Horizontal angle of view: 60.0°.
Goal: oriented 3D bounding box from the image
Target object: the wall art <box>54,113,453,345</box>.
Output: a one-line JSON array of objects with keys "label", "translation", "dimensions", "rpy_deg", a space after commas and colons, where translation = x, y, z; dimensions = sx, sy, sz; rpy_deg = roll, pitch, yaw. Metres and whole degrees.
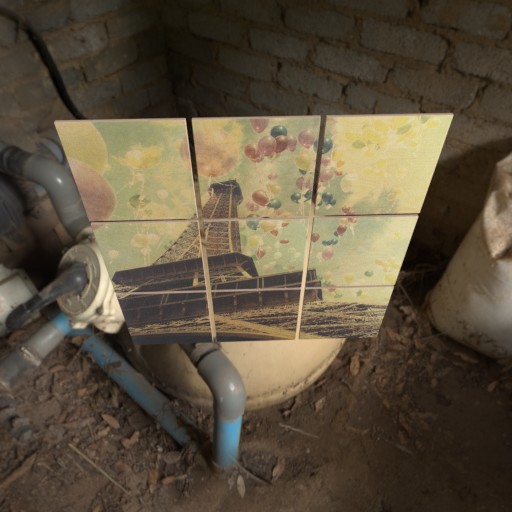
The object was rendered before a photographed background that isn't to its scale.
[{"label": "wall art", "translation": [0.000, 0.000, 1.793], "dimensions": [1.219, 1.218, 0.013], "rpy_deg": [-2, 46, -2]}]
